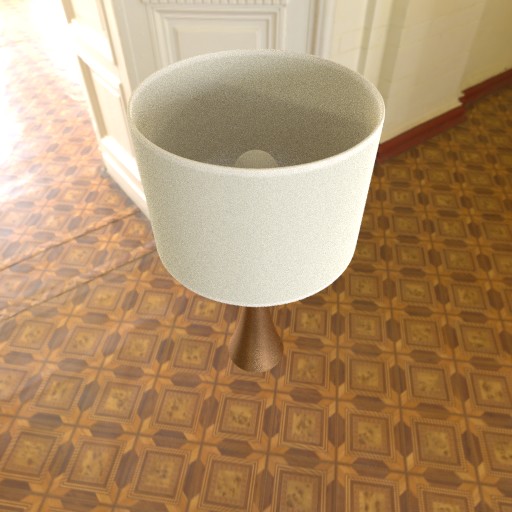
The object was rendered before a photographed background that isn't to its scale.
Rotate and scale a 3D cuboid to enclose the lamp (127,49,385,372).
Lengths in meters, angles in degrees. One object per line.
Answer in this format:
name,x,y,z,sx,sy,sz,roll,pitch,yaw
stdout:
lamp,0.000,0.000,0.639,0.268,0.479,0.268,5,46,5
